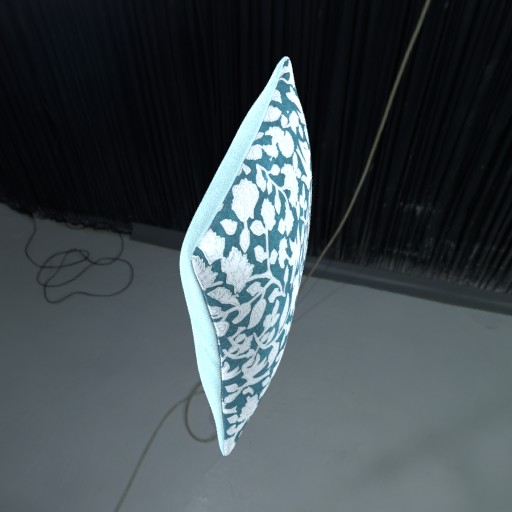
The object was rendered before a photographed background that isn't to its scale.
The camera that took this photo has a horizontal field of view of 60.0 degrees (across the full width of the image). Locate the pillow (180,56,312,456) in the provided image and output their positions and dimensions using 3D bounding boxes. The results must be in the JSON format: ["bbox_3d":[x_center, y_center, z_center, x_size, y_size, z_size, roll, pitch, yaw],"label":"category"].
[{"bbox_3d":[0.000,0.000,0.797,0.166,0.508,0.525,9,46,9],"label":"pillow"}]
